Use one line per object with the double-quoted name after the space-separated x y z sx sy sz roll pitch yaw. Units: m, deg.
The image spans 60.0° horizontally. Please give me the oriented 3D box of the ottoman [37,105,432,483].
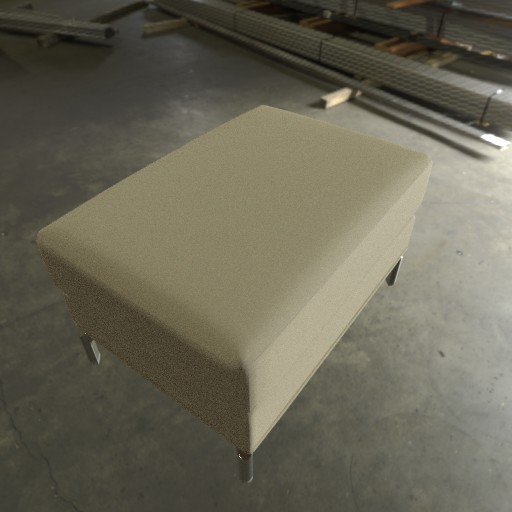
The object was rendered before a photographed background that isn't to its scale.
0.000 0.000 1.183 0.581 0.497 0.835 26 48 27 "ottoman"
